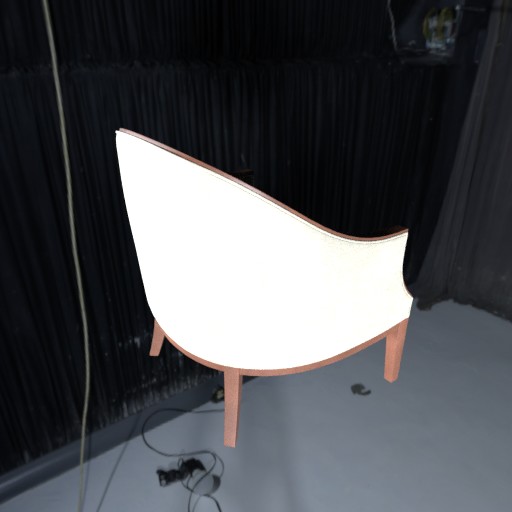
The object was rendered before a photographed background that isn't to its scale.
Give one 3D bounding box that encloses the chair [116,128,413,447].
[{"bbox_3d":[0.000,0.000,1.468,0.735,0.876,0.803,-19,32,-32],"label":"chair"}]
